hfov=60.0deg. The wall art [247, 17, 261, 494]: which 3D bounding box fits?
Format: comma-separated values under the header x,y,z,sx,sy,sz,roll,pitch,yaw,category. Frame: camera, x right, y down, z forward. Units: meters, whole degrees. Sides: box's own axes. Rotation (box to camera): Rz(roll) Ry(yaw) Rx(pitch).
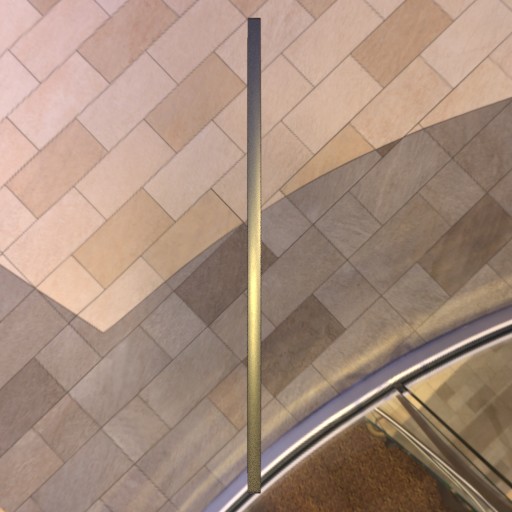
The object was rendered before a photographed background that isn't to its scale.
x,y,z,sx,sy,sz,roll,pitch,yaw,category
0.000,0.000,0.563,0.013,0.306,0.440,0,90,1,wall art
